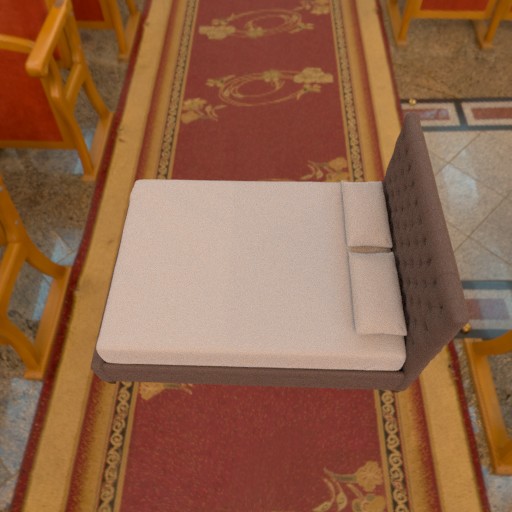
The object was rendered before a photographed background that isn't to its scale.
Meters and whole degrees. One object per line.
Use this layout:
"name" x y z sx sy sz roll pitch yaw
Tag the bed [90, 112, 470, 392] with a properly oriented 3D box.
"bed" 0.000 0.000 3.421 2.387 1.427 1.698 1 57 1
